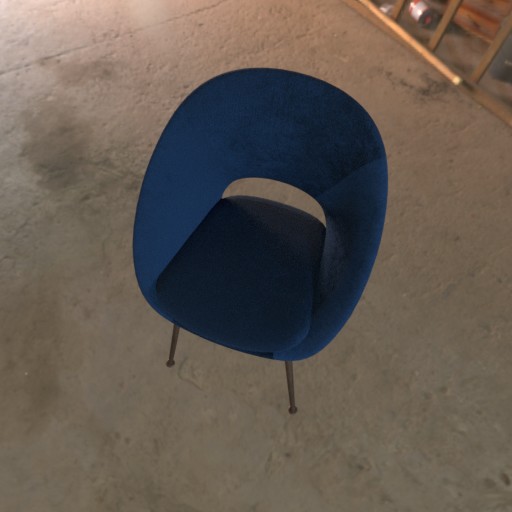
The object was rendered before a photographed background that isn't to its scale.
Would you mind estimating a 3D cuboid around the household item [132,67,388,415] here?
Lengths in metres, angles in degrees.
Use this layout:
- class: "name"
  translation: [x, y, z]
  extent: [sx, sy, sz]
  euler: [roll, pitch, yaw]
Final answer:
- class: "household item"
  translation: [0.000, 0.000, 1.282]
  extent: [0.623, 0.852, 0.573]
  euler: [18, 59, 11]
